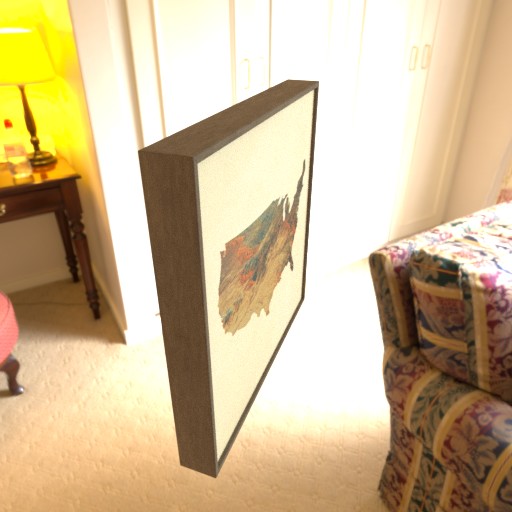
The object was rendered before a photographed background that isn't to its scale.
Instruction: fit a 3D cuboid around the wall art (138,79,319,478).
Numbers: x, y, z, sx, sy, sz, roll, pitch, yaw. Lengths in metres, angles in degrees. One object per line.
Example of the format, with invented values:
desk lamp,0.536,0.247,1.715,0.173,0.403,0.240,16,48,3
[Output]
wall art,0.000,0.000,0.460,0.038,0.302,0.303,11,32,18
